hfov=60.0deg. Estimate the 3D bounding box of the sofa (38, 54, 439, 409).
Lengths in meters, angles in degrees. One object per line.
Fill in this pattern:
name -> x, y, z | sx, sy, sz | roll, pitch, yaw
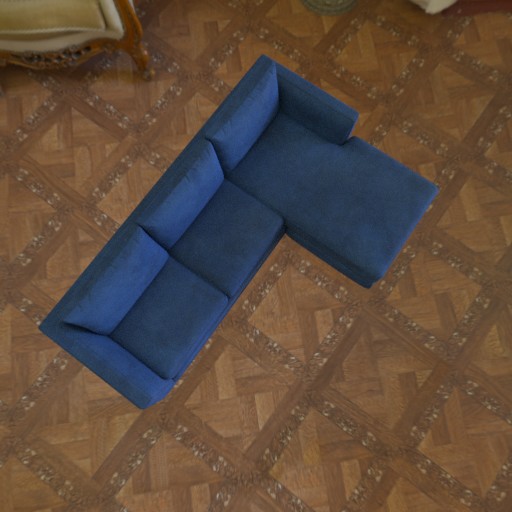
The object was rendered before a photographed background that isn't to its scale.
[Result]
sofa -> 0.000, 0.000, 3.119 | 1.622, 0.987, 2.438 | 35, 79, 8
